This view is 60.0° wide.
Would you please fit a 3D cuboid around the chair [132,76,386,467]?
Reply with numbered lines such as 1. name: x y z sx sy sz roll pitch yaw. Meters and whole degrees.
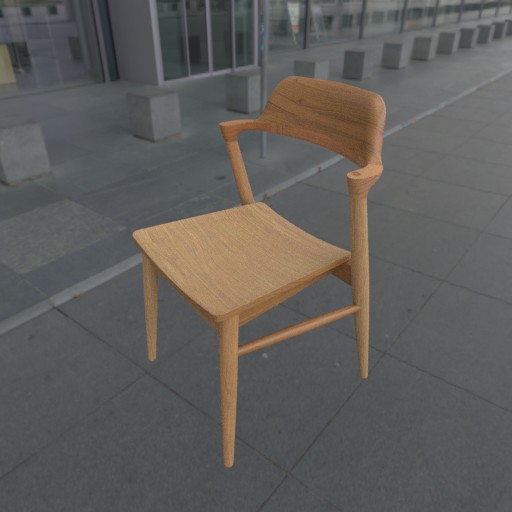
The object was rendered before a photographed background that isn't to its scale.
1. chair: 0.000 0.000 1.135 0.499 0.792 0.512 -21 37 -30
